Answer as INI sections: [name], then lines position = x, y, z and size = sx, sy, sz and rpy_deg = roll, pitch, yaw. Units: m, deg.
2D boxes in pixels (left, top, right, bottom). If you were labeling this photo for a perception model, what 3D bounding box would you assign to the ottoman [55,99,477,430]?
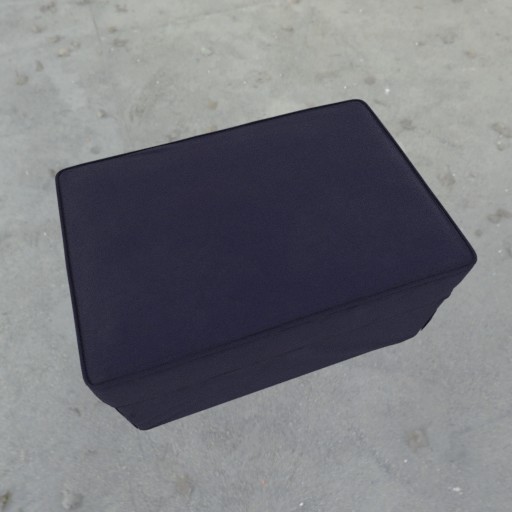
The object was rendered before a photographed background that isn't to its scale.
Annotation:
[ottoman]
position = 0.000, 0.000, 1.260
size = 0.938, 0.503, 0.637
rpy_deg = -16, 59, -10
